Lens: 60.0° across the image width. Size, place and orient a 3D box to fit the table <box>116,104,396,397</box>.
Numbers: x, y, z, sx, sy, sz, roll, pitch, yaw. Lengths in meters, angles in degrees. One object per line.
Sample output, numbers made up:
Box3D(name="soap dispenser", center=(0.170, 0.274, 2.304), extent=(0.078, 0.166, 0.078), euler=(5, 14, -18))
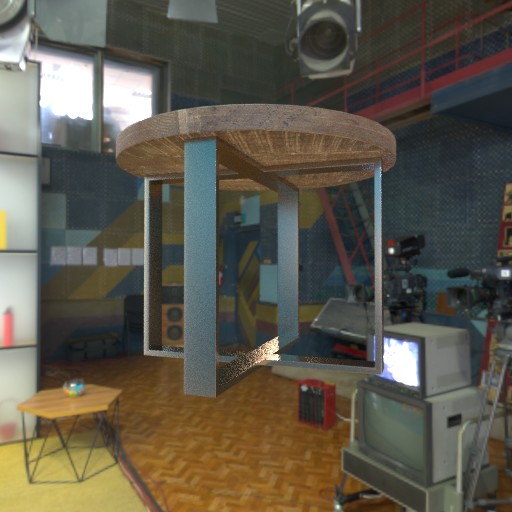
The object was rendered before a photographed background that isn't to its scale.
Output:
Box3D(name="table", center=(0.000, 0.000, 0.924), extent=(0.557, 0.437, 0.557), euler=(0, -1, 0))
